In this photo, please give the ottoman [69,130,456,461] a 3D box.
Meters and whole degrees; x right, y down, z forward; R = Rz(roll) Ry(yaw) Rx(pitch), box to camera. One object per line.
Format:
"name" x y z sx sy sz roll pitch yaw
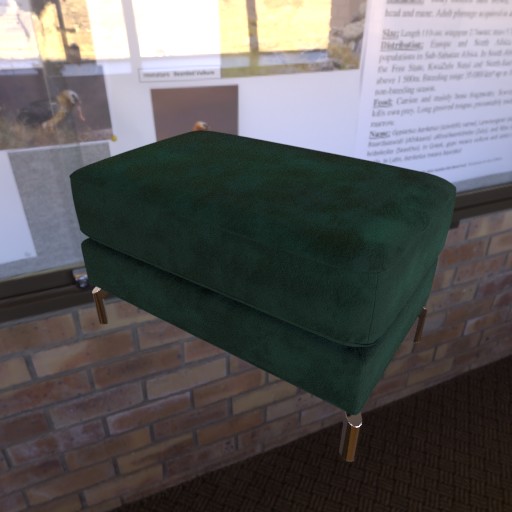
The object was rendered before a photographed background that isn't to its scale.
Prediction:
"ottoman" 0.000 0.000 1.243 0.886 0.533 0.536 19 35 29
